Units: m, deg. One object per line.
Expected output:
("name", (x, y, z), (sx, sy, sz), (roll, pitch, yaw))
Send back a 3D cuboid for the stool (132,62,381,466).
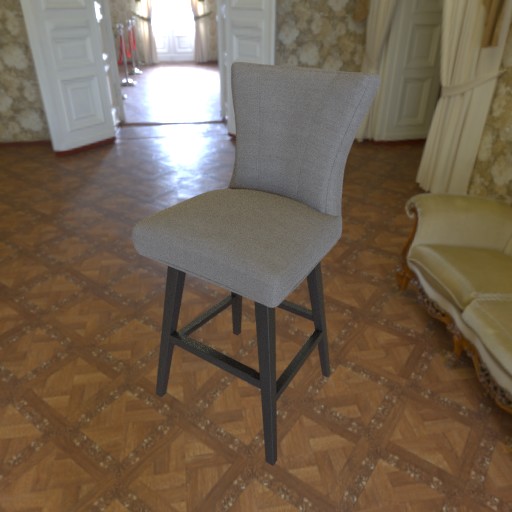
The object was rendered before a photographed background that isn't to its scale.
("stool", (0.000, 0.000, 1.432), (0.514, 1.086, 0.574), (19, 35, 29))
